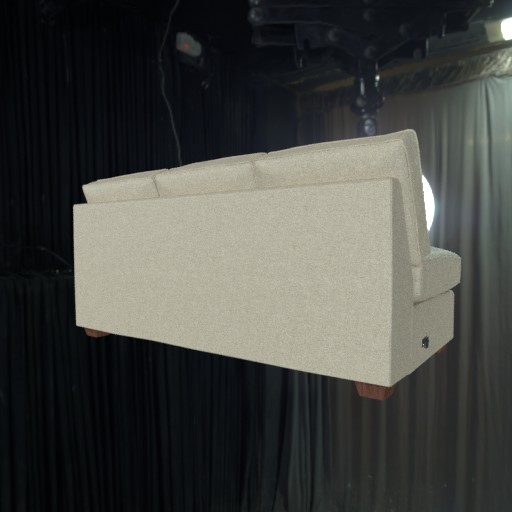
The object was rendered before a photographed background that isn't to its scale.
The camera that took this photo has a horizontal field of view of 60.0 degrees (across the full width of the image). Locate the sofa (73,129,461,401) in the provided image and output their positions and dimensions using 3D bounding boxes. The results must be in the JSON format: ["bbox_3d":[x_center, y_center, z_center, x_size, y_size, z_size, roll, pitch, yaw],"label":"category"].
[{"bbox_3d":[0.000,0.000,2.461,1.962,0.973,1.027,1,2,36],"label":"sofa"}]
